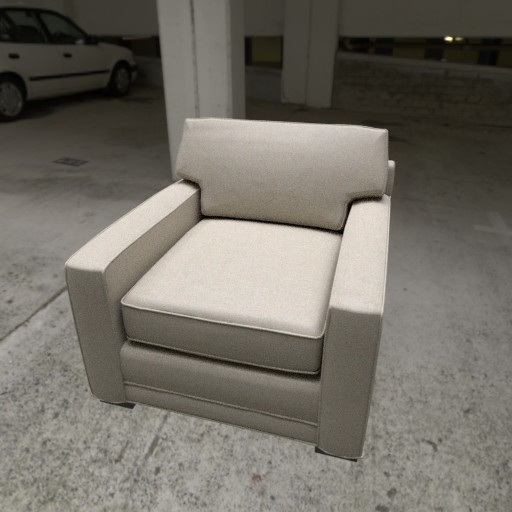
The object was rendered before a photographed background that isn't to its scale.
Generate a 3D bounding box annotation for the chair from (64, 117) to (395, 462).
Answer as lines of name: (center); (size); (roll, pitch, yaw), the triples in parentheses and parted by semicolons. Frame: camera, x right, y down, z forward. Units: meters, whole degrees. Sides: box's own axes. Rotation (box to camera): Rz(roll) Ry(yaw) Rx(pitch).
chair: (0.000, 0.000, 1.771); (0.998, 0.913, 1.043); (8, 28, 14)
